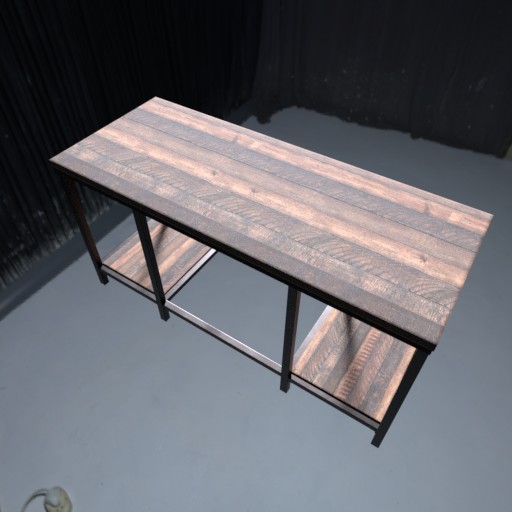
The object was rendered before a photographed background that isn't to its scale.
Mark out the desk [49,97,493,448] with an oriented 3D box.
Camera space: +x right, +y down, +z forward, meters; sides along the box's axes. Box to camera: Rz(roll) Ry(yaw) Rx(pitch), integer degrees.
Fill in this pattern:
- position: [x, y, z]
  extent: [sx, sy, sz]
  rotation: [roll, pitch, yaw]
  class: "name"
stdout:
- position: [0.000, 0.000, 1.902]
  extent: [1.538, 0.753, 0.617]
  rotation: [25, 52, 22]
  class: "desk"
